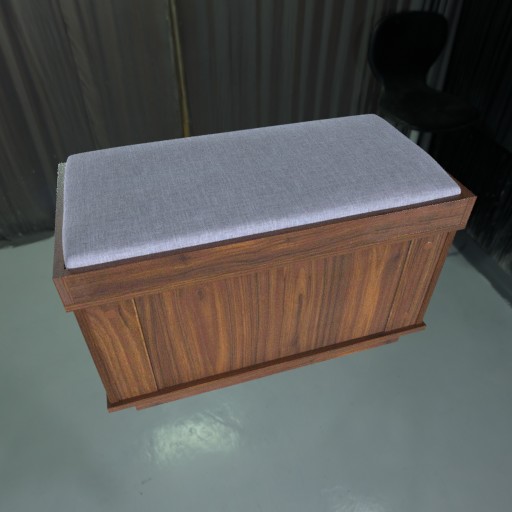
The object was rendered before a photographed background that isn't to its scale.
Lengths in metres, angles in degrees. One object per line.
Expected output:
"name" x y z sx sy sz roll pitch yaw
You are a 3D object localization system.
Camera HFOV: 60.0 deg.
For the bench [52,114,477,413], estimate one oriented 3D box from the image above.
"bench" 0.000 0.000 0.992 0.734 0.461 0.362 -11 43 -13
